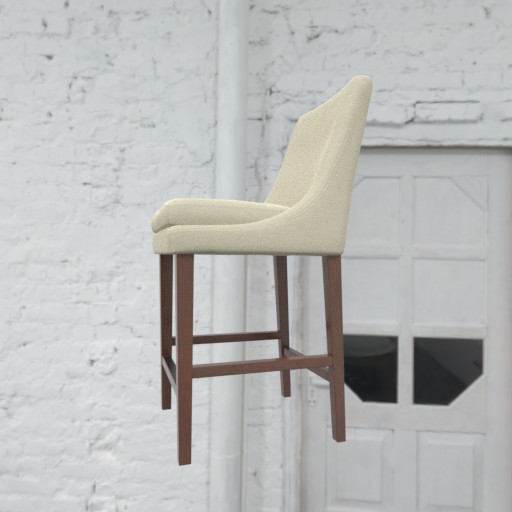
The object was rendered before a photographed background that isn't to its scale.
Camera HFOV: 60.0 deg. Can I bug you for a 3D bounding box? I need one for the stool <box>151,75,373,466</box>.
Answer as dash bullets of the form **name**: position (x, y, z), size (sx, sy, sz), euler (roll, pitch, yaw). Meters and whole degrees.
- **stool**: position (0.000, 0.000, 1.312), size (0.577, 0.981, 0.470), euler (0, 0, -18)
